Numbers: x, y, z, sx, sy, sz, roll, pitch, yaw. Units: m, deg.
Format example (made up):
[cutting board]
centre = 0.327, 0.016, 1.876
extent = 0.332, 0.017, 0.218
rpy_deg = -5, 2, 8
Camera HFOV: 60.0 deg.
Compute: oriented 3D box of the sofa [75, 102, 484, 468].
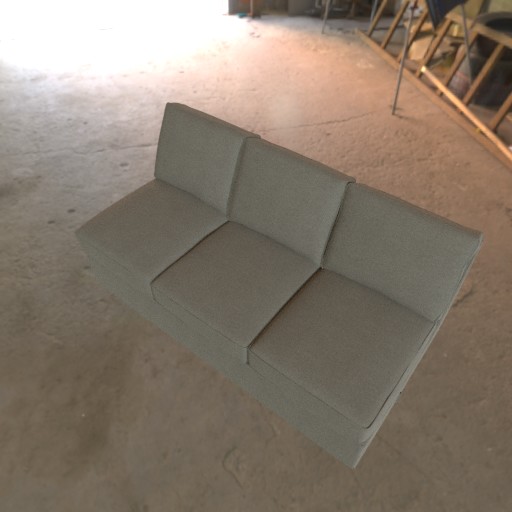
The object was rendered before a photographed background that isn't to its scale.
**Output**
[sofa]
centre = 0.000, 0.000, 2.628
extent = 2.092, 1.036, 1.127
rpy_deg = 29, 52, 26
